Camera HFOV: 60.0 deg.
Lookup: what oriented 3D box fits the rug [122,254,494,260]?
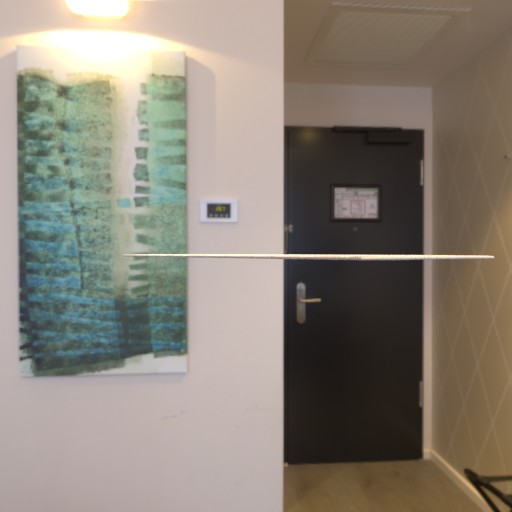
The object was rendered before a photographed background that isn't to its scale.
[{"bbox_3d":[0.000,0.000,2.711,0.855,0.017,2.452,0,0,-35],"label":"rug"}]
